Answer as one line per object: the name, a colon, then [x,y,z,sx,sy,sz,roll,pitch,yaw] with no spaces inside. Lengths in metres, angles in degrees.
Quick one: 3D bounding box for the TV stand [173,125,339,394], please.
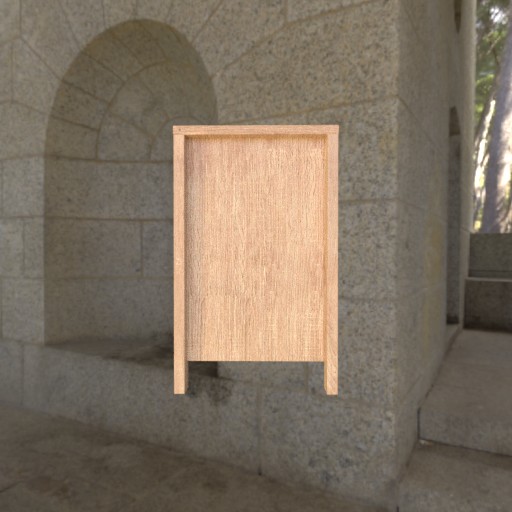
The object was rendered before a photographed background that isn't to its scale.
TV stand: [0.000,0.000,1.736,0.398,0.610,1.466,0,1,1]
